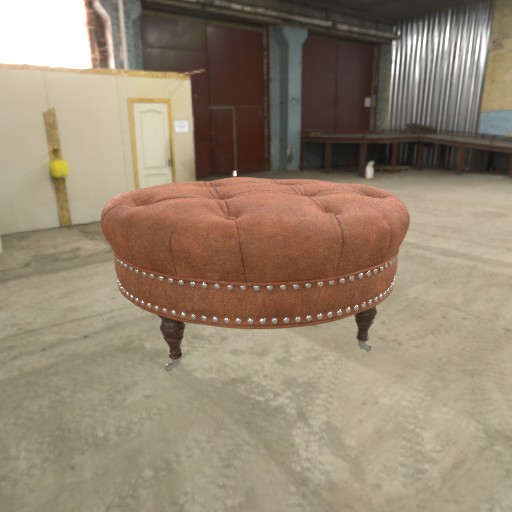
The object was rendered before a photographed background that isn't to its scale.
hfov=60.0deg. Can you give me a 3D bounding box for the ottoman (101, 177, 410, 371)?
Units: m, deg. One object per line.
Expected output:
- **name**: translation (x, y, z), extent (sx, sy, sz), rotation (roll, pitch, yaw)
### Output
- **ottoman**: translation (0.000, 0.000, 1.398), extent (0.901, 0.444, 0.901), rotation (0, 16, 0)
